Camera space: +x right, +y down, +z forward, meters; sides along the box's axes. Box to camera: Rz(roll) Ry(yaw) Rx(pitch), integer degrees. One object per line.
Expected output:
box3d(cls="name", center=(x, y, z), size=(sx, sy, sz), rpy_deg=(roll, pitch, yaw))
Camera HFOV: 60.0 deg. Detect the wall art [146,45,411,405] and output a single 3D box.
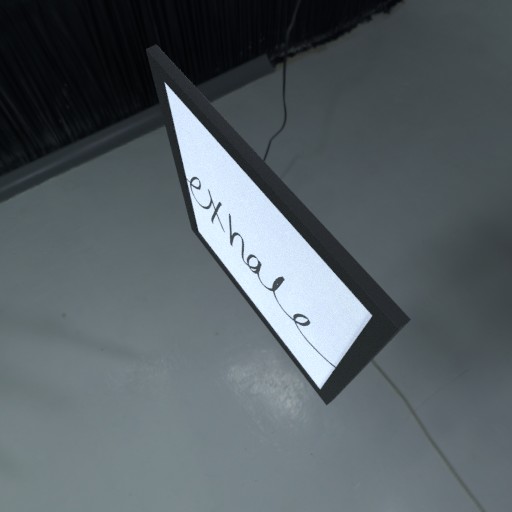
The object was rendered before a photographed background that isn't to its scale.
box3d(cls="wall art", center=(0.000, 0.000, 0.538), size=(0.012, 0.357, 0.358), rpy_deg=(-33, 68, -15))
